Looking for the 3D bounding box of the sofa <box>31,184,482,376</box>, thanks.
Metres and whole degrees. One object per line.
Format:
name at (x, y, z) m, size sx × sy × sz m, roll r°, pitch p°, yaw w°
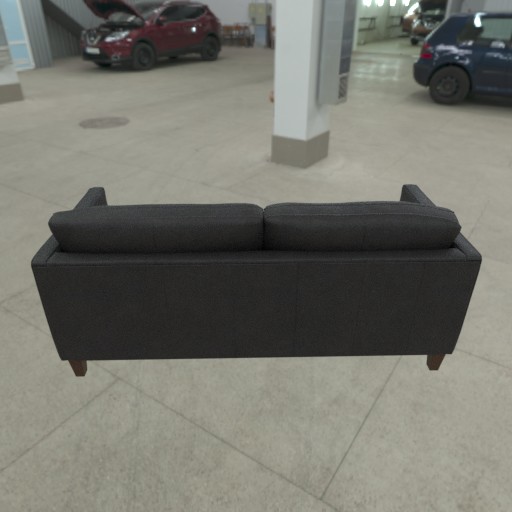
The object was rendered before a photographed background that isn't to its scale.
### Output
sofa at (0.000, 0.000, 2.412) m, size 1.971 × 0.863 × 0.933 m, roll -1°, pitch 30°, yaw -1°
